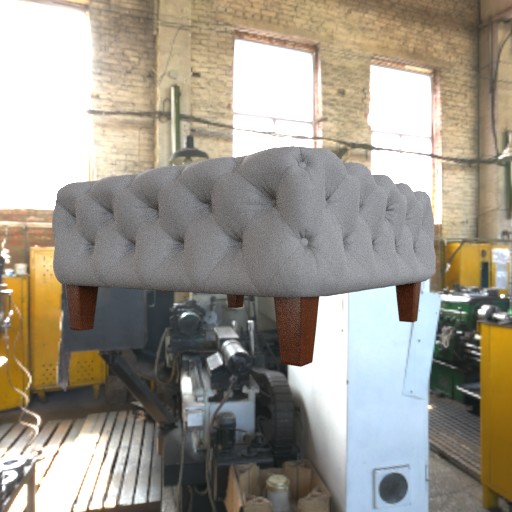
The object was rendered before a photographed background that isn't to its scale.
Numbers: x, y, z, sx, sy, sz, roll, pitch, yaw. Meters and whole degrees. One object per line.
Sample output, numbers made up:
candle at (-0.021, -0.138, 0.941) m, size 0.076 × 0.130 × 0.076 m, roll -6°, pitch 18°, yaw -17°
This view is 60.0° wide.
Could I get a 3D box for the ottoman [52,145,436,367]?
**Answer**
ottoman at (0.000, 0.000, 1.173) m, size 0.758 × 0.365 × 0.764 m, roll 0°, pitch 0°, yaw 36°
